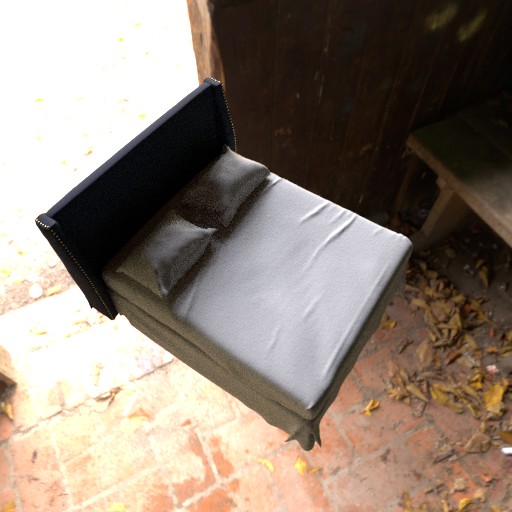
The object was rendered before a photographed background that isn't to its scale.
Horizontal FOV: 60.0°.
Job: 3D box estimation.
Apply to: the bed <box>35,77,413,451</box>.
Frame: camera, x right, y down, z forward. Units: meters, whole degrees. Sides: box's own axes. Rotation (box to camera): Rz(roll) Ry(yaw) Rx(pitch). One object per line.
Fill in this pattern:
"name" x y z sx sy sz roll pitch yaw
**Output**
"bed" 0.000 0.000 3.527 2.276 1.332 1.925 29 61 18
